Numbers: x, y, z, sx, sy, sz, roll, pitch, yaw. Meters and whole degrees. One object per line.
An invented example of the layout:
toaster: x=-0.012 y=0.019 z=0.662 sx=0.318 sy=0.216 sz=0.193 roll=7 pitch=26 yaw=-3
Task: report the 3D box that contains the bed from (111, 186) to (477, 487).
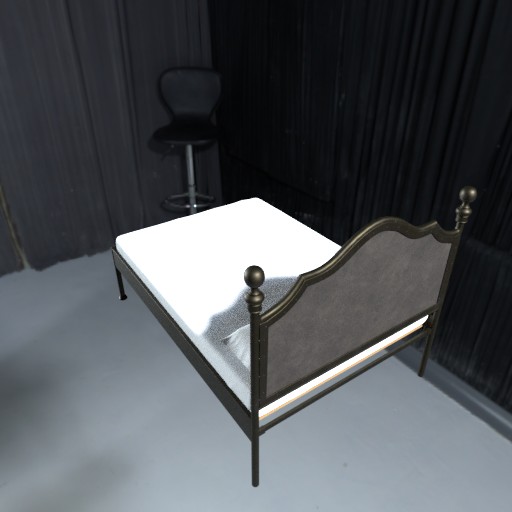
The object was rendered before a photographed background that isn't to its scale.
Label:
bed: x=0.000 y=0.000 z=3.210 sx=1.533 sy=1.462 sz=2.170 roll=-20 pitch=37 yaw=-29
